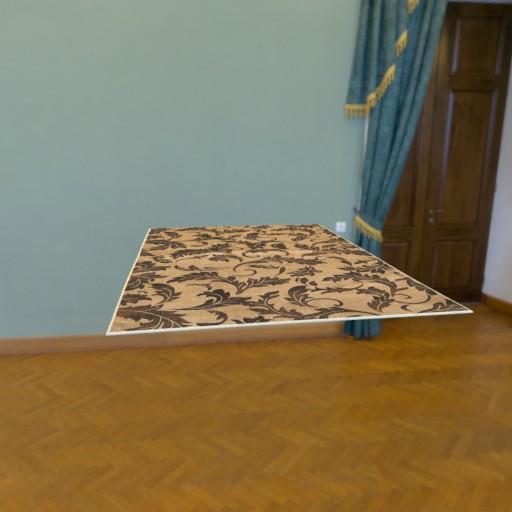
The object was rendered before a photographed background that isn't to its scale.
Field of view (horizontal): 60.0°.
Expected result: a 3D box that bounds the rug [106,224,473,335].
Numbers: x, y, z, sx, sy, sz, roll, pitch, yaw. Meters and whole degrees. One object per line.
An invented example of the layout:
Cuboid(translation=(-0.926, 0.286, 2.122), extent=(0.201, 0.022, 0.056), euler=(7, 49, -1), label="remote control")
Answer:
Cuboid(translation=(0.000, 0.000, 2.869), extent=(1.522, 0.008, 2.284), euler=(-2, 14, -9), label="rug")
